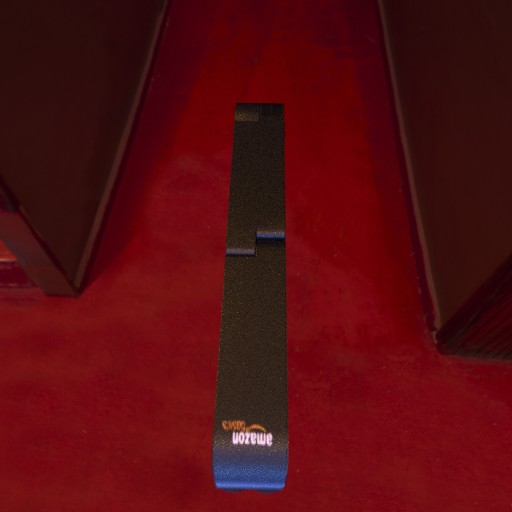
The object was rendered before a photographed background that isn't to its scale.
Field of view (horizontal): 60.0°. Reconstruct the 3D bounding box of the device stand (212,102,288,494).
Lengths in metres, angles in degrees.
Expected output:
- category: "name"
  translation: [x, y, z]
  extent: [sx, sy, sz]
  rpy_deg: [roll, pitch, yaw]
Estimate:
- category: "device stand"
  translation: [0.000, 0.000, 0.191]
  extent: [0.026, 0.030, 0.179]
  rpy_deg: [1, 59, 1]
